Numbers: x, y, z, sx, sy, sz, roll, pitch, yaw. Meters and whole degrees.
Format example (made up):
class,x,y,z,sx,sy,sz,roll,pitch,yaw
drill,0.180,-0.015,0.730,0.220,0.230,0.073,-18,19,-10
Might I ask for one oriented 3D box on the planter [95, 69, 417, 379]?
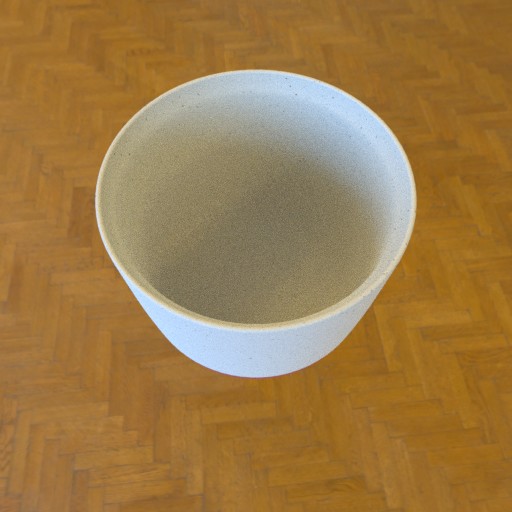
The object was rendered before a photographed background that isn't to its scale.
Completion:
class,x,y,z,sx,sy,sz,roll,pitch,yaw
planter,0.000,0.000,0.378,0.204,0.214,0.204,0,63,0
